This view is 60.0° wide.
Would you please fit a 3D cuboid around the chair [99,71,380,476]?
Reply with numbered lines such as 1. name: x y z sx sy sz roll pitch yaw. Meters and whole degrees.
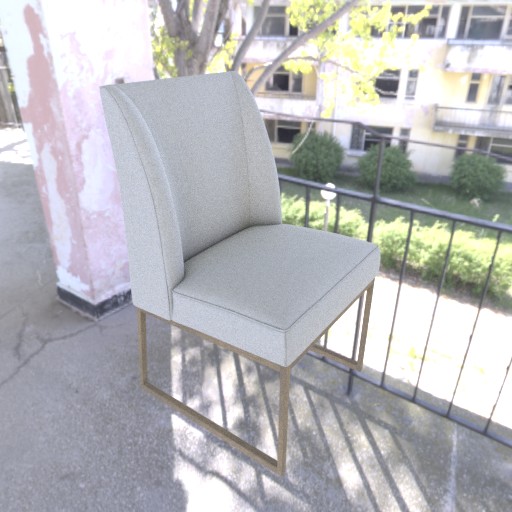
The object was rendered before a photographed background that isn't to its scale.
1. chair: 0.000 0.000 1.181 0.522 0.863 0.508 18 33 31
